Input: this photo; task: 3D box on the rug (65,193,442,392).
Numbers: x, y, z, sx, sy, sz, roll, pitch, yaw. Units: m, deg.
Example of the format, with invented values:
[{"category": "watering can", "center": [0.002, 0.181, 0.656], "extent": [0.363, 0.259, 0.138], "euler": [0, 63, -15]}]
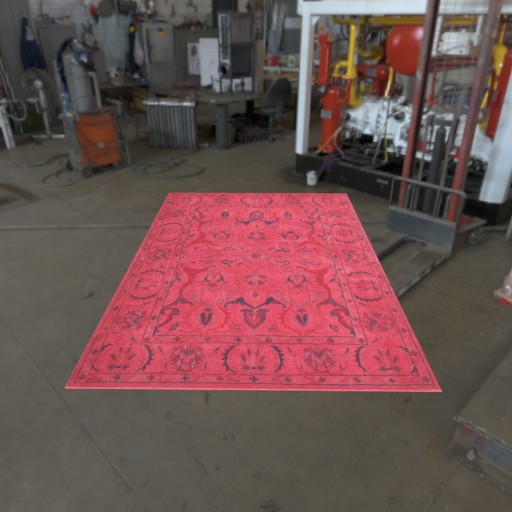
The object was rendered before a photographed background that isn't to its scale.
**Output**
[{"category": "rug", "center": [0.000, 0.000, 2.218], "extent": [1.209, 0.008, 1.814], "euler": [0, 28, 1]}]
